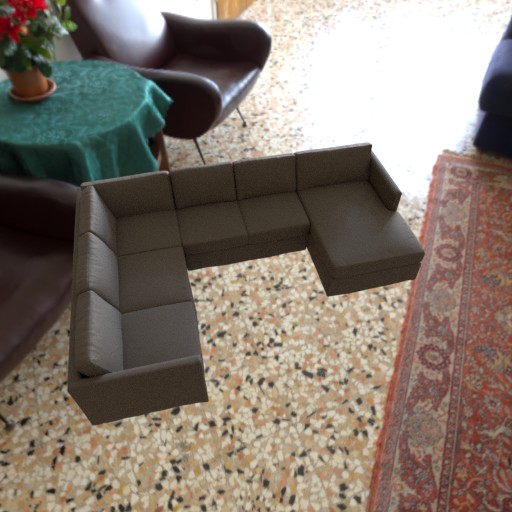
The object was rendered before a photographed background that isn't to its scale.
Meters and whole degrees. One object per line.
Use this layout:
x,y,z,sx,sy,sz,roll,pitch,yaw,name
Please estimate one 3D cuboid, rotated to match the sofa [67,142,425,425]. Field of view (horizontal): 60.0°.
0.000,0.000,4.510,3.460,0.882,2.427,-10,49,-9,sofa
